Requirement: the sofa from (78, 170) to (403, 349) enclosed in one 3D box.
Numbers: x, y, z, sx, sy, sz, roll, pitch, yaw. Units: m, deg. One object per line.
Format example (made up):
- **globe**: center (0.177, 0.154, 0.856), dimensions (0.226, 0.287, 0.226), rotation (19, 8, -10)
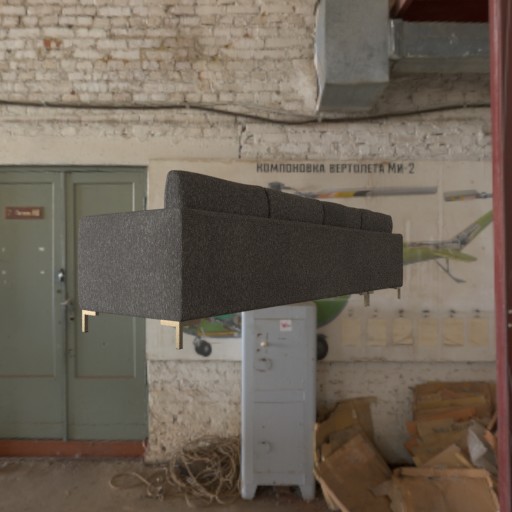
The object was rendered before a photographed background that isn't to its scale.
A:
- **sofa**: center (0.000, 0.000, 3.437), dimensions (1.350, 0.810, 2.932), rotation (0, 0, 37)
